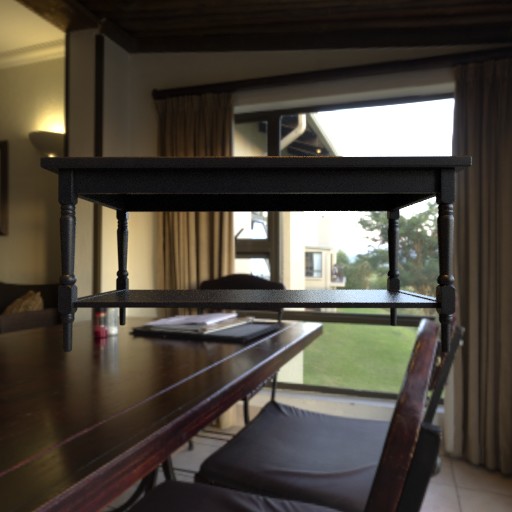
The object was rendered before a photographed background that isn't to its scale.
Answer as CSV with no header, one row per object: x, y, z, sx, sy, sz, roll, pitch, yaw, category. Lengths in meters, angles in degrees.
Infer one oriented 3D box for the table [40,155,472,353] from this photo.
0.000,0.000,1.410,1.107,0.510,0.550,0,0,1,table
